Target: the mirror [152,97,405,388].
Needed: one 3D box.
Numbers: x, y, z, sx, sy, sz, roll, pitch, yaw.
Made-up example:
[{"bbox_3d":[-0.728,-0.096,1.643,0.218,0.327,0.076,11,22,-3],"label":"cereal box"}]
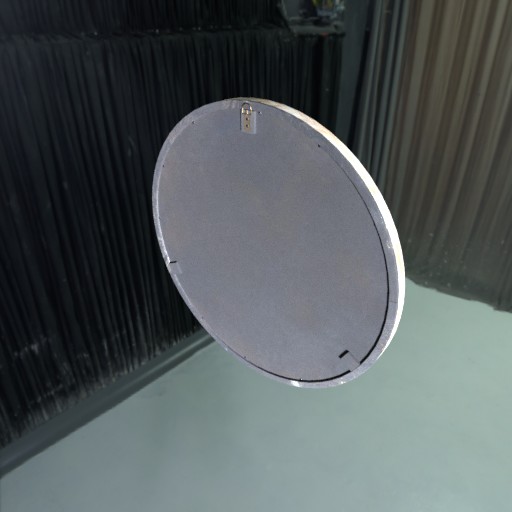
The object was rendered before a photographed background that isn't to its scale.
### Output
[{"bbox_3d":[0.000,0.000,1.052,0.710,0.710,0.038,22,37,33],"label":"mirror"}]
